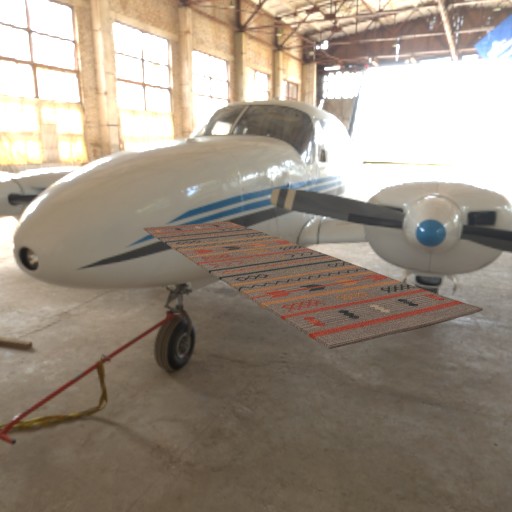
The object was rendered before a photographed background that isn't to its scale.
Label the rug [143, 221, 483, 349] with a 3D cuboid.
[{"bbox_3d":[0.000,0.000,2.600,0.744,0.022,2.419,-7,15,-27],"label":"rug"}]
